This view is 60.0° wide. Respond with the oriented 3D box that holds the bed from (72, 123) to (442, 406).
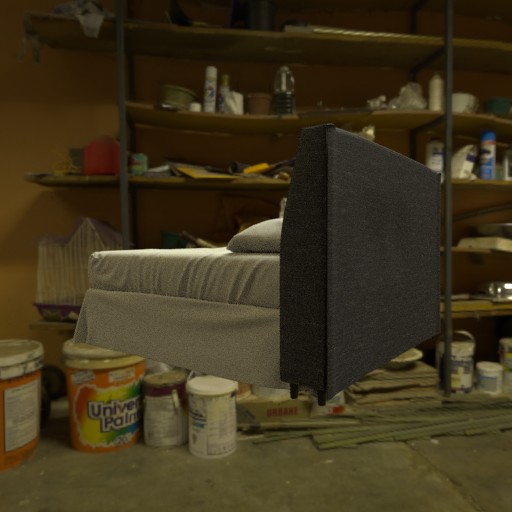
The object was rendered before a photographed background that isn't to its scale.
[{"bbox_3d":[0.000,0.000,3.446,2.276,1.332,1.925,1,2,37],"label":"bed"}]
